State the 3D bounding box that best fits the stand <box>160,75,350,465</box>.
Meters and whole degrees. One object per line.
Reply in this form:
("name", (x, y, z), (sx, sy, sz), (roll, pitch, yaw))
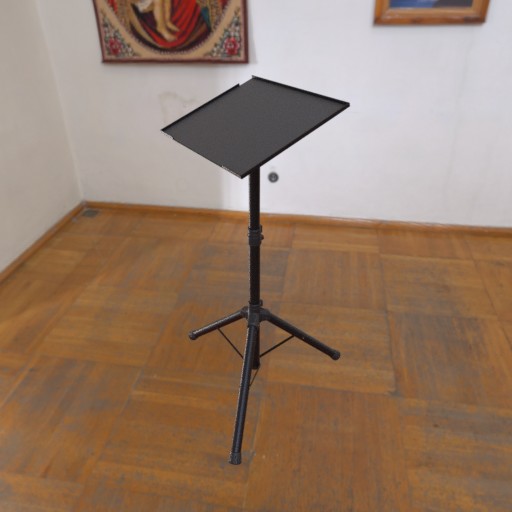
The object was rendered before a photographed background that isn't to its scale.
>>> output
("stand", (0.000, 0.000, 1.661), (0.702, 1.198, 0.702), (-21, 39, -29))
